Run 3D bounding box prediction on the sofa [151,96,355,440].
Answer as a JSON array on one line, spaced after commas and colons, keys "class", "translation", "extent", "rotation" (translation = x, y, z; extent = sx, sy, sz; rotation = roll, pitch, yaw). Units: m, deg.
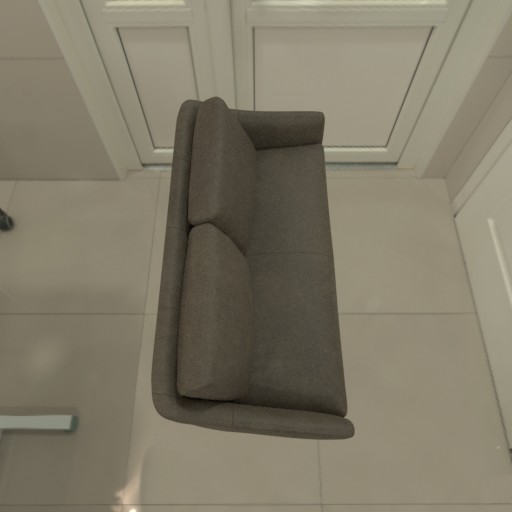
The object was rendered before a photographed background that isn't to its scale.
[{"class": "sofa", "translation": [0.000, 0.000, 2.647], "extent": [0.960, 0.902, 2.036], "rotation": [0, 64, 0]}]
